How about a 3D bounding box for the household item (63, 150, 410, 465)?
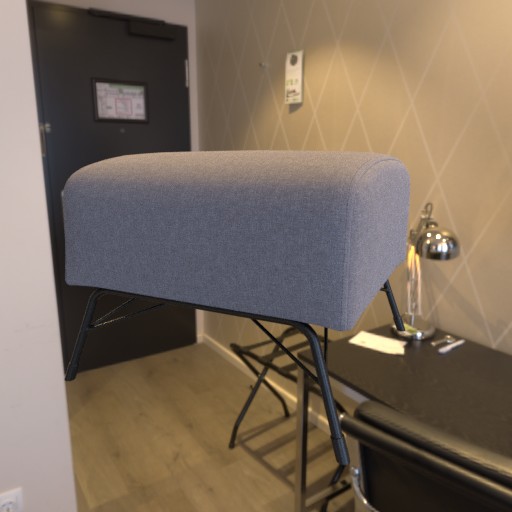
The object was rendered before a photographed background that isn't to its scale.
[{"bbox_3d":[0.000,0.000,0.884,0.530,0.410,0.530,6,14,25],"label":"household item"}]
